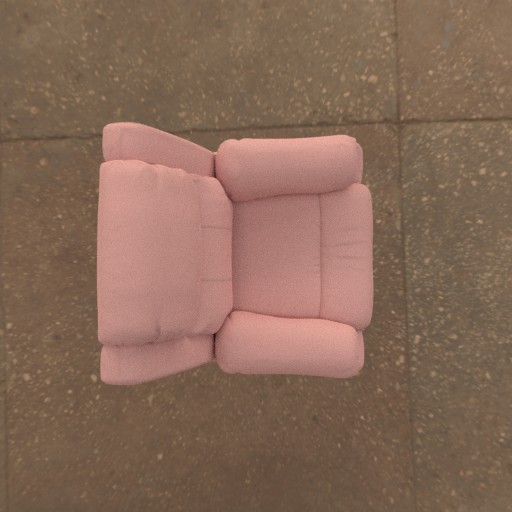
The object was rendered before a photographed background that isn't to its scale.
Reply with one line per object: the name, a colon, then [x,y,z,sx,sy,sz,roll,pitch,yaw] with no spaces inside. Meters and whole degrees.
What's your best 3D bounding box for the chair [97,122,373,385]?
chair: [0.000,0.000,1.265,0.709,0.702,0.680,0,88,0]
